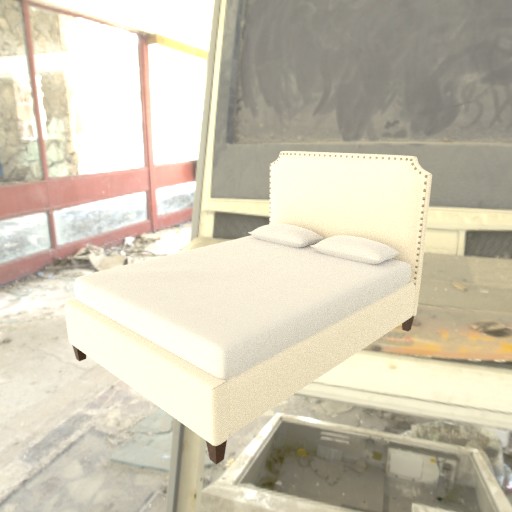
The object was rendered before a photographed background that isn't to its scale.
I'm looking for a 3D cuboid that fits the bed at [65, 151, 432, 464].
[{"bbox_3d":[0.000,0.000,3.468,1.712,1.497,2.372,15,21,42],"label":"bed"}]
